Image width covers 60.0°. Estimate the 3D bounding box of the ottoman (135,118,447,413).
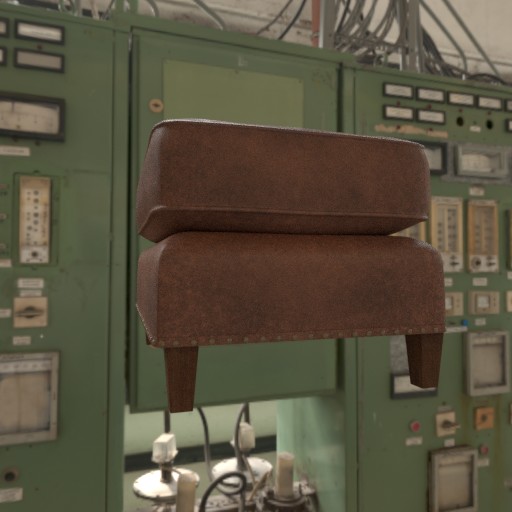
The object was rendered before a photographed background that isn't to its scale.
[{"bbox_3d":[0.000,0.000,1.143,0.589,0.537,0.738,0,-1,-17],"label":"ottoman"}]
